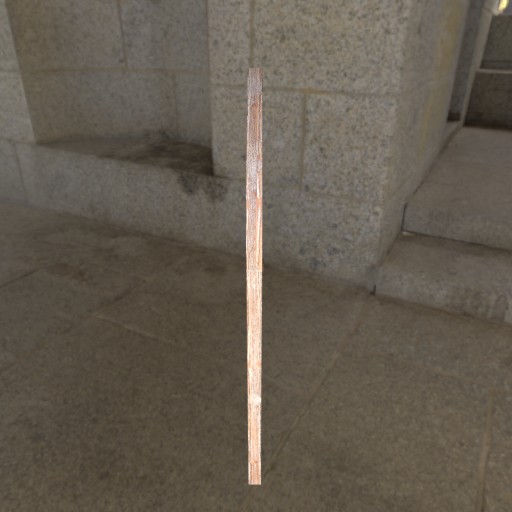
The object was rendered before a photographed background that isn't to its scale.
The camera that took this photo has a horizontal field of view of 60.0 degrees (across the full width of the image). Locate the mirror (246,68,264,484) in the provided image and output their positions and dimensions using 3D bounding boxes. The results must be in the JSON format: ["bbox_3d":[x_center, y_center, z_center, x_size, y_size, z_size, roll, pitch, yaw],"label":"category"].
[{"bbox_3d":[0.000,0.000,1.176,0.032,0.920,0.660,0,26,0],"label":"mirror"}]
